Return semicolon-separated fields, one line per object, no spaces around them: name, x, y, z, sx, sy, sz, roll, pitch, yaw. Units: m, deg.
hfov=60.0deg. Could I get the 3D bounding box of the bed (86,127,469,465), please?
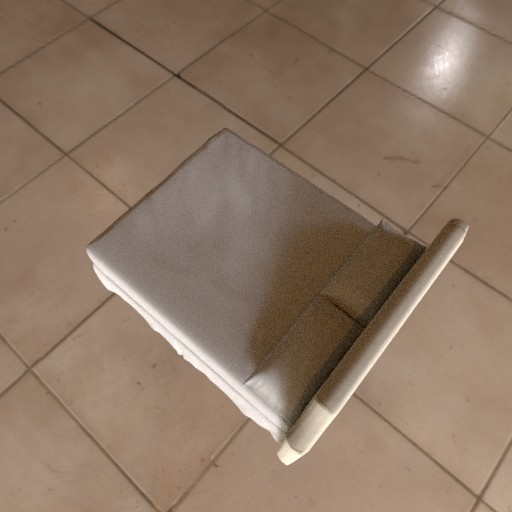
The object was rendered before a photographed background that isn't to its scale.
bed;0.000;0.000;3.281;2.164;1.297;1.828;37;68;17
